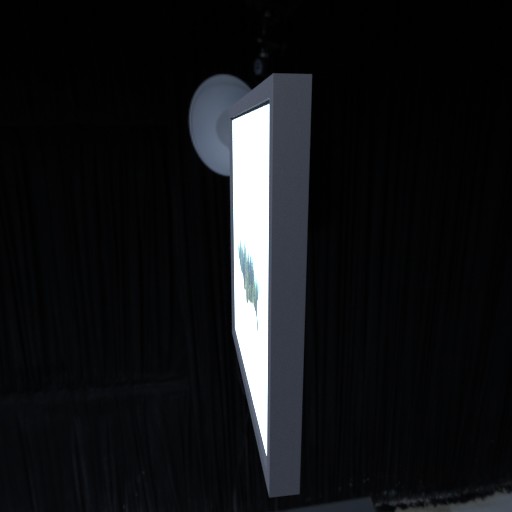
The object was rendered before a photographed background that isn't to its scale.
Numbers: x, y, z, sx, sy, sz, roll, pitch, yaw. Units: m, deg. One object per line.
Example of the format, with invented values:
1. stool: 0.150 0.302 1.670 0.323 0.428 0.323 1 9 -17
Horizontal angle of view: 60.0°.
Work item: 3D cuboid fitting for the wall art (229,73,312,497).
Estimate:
1. wall art: 0.000 0.000 0.752 0.040 0.509 0.509 -2 15 -8
